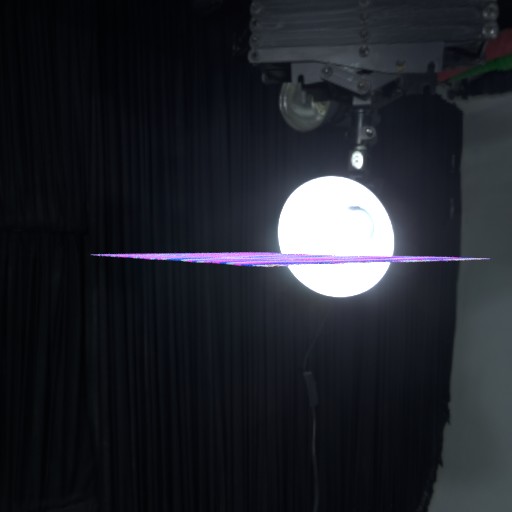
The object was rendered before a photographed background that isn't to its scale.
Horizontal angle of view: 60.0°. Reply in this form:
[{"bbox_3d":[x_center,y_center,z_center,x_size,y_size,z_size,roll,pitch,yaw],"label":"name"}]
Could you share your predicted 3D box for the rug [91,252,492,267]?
[{"bbox_3d":[0.000,0.000,2.941,1.539,0.013,2.350,-1,2,-35],"label":"rug"}]
